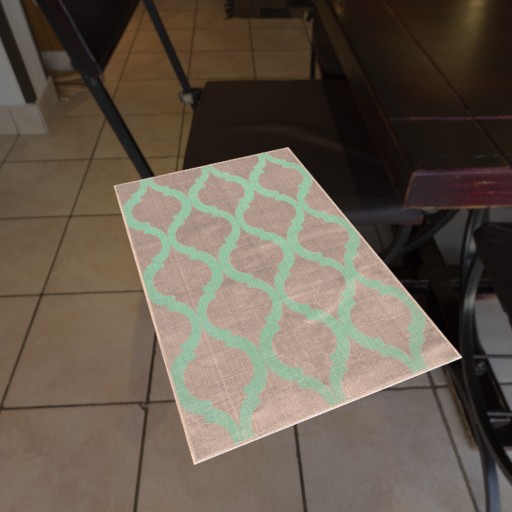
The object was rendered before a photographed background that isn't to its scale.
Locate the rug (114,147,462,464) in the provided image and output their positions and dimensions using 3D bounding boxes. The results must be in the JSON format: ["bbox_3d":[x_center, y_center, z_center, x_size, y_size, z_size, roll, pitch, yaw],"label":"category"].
[{"bbox_3d":[0.000,0.000,2.980,1.524,0.006,2.286,-16,48,-15],"label":"rug"}]
